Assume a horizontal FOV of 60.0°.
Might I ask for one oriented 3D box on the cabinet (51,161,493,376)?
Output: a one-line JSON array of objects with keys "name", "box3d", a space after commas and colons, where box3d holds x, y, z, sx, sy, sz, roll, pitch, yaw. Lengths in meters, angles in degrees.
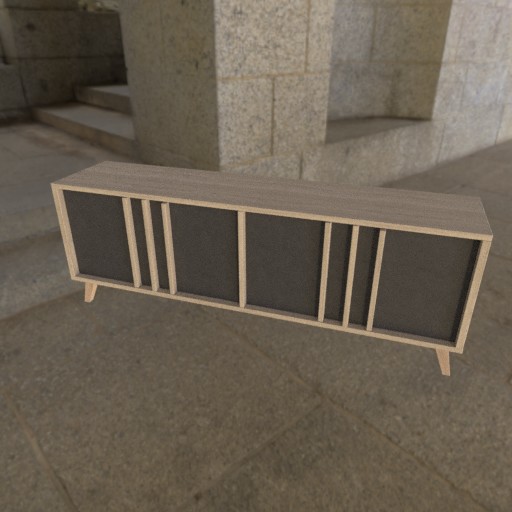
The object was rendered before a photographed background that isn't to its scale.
[{"name": "cabinet", "box3d": [0.000, 0.000, 2.496, 2.198, 0.779, 0.499, 9, 28, 16]}]
